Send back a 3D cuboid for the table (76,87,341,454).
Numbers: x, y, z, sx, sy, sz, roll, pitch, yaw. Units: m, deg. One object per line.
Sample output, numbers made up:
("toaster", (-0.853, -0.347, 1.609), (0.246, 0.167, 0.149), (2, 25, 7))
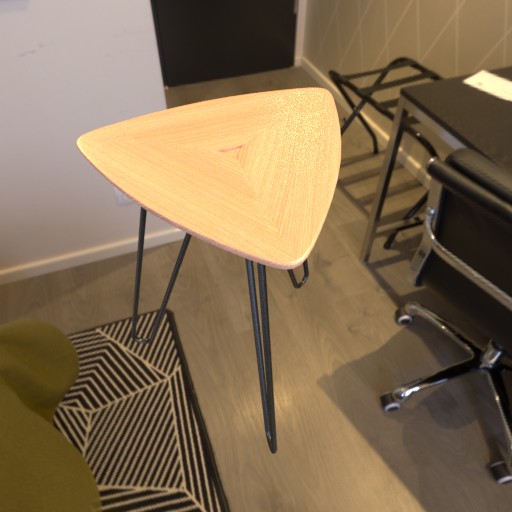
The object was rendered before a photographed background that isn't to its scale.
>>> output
("table", (0.000, 0.000, 0.912), (0.442, 0.564, 0.455), (31, 54, 26))
